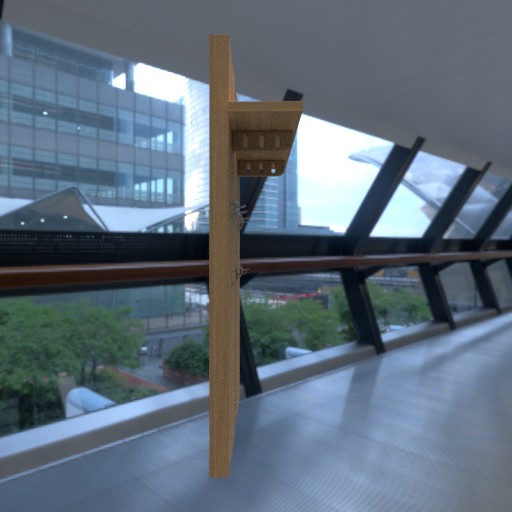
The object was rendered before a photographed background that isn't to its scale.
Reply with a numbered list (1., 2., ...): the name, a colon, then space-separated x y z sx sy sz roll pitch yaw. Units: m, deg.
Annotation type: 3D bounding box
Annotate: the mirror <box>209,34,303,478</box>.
1. mirror: 0.000 0.000 1.602 0.260 1.250 0.800 0 0 0
